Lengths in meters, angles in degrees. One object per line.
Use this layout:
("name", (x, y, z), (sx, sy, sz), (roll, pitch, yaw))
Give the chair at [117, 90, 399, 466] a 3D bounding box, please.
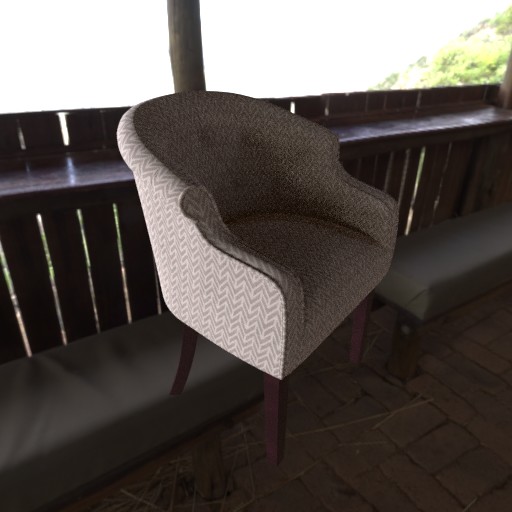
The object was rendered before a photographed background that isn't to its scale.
("chair", (0.000, 0.000, 1.281), (0.613, 0.858, 0.686), (19, 33, 32))
